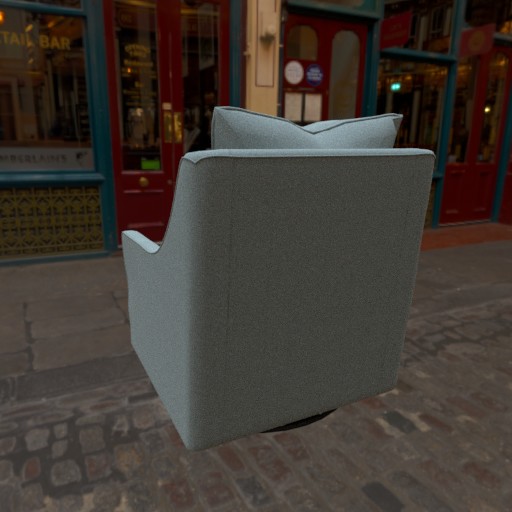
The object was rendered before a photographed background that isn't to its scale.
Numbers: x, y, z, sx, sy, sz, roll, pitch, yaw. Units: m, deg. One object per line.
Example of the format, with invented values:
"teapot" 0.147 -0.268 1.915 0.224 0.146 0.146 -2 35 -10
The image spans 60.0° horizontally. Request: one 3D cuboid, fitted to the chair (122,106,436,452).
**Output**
"chair" 0.000 0.000 1.551 0.760 0.926 0.870 -7 16 -26
